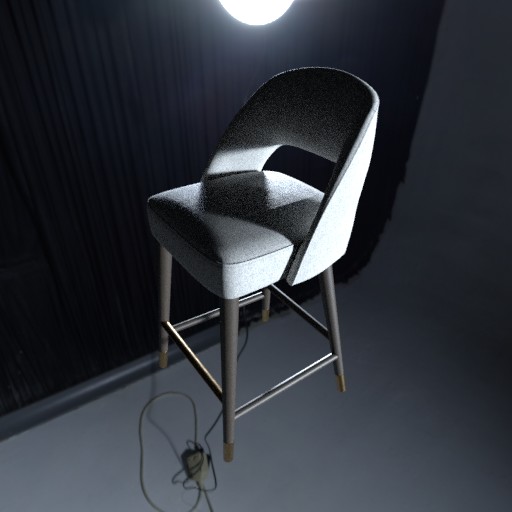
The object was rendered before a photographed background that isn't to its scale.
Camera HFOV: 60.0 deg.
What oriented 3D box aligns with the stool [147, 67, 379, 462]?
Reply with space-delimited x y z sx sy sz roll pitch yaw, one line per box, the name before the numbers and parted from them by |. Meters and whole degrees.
stool | 0.000 0.000 1.250 0.509 0.940 0.494 -20 37 -29
